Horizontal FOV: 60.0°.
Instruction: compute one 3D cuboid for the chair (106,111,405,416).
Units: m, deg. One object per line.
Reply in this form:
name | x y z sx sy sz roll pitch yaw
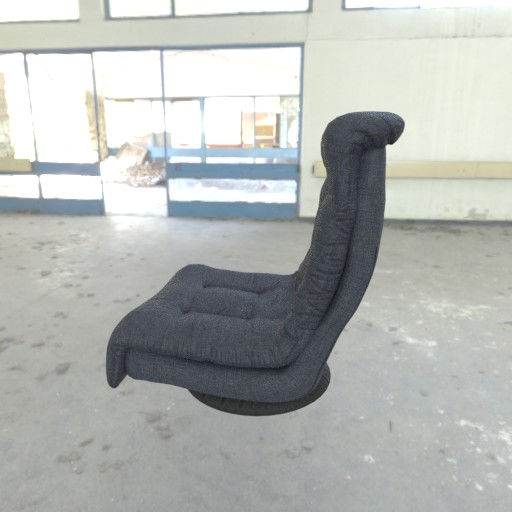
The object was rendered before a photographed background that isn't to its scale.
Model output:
chair | 0.000 0.000 1.214 0.668 0.749 0.597 2 15 9
